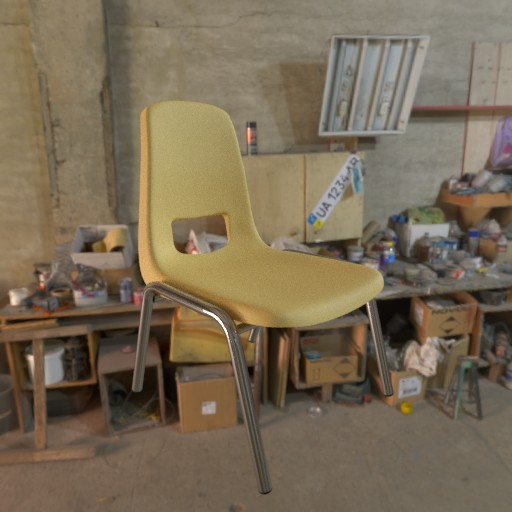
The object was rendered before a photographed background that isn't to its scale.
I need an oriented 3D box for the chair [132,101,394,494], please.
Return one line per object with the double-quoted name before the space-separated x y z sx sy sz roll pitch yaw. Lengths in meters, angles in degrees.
"chair" 0.000 0.000 0.776 0.385 0.536 0.354 13 19 43
